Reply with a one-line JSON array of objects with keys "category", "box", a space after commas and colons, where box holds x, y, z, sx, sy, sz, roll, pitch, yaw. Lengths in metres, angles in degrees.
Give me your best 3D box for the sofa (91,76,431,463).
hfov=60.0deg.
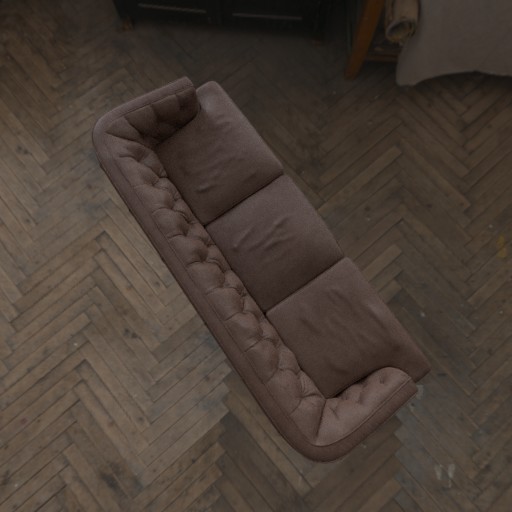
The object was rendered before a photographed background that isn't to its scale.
[{"category": "sofa", "box": [0.000, 0.000, 2.655, 0.927, 0.787, 2.227, -34, 79, -7]}]
